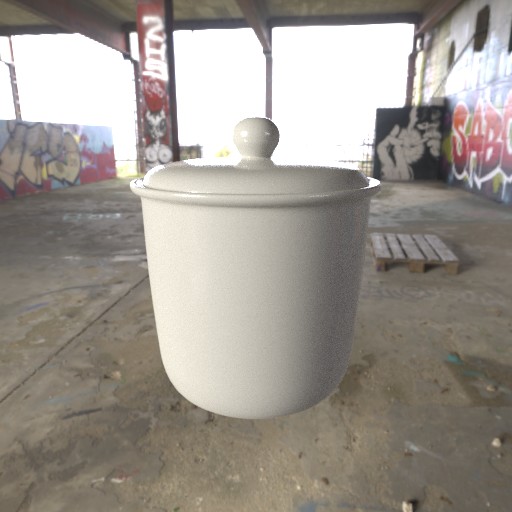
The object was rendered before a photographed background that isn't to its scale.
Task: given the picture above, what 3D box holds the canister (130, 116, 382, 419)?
[{"bbox_3d":[0.000,0.000,0.346,0.182,0.208,0.182,0,15,0],"label":"canister"}]
